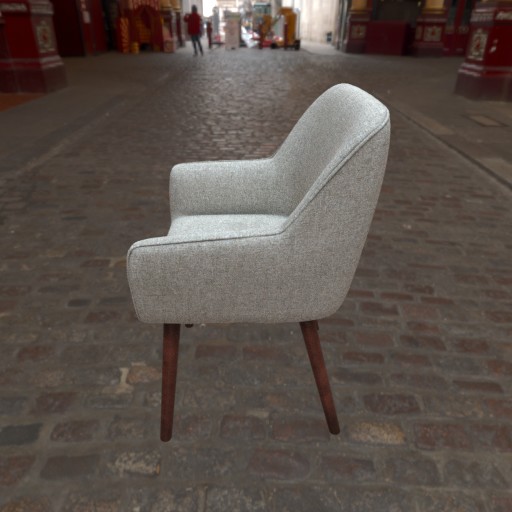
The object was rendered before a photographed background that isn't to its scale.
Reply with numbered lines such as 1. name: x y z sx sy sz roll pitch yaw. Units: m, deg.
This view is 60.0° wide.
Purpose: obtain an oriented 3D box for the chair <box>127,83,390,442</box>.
1. chair: 0.000 0.000 1.152 0.519 0.803 0.543 0 28 0
